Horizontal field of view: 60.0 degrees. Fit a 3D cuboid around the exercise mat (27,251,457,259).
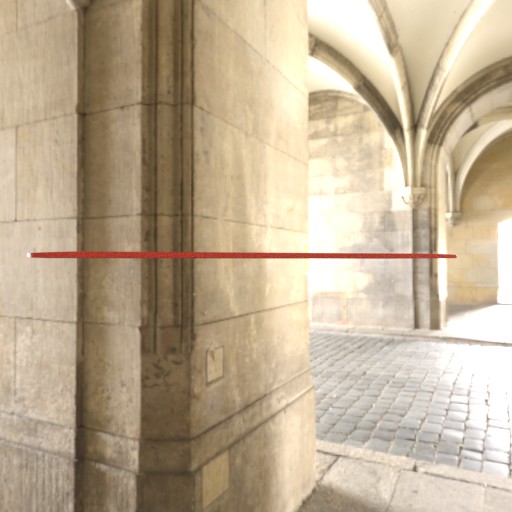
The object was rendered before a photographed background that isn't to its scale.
[{"bbox_3d":[0.000,0.000,2.093,1.869,0.021,0.616,0,-1,-19],"label":"exercise mat"}]
